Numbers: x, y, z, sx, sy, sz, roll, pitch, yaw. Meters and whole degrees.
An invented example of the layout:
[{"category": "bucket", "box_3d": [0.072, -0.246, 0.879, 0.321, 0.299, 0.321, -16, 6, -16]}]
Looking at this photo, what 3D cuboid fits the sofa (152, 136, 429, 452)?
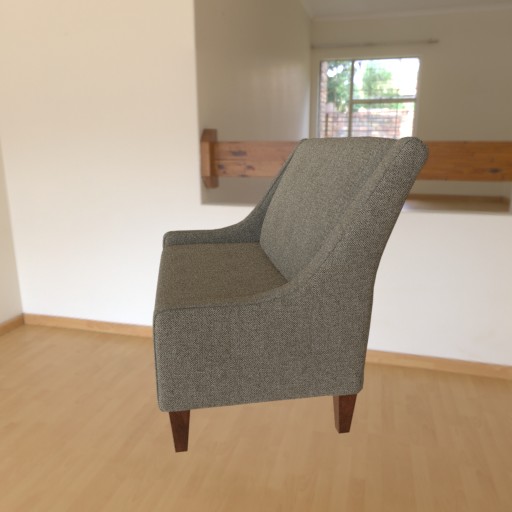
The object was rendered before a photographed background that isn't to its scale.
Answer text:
[{"category": "sofa", "box_3d": [0.000, 0.000, 1.965, 0.870, 1.021, 1.242, -3, 15, -10]}]
